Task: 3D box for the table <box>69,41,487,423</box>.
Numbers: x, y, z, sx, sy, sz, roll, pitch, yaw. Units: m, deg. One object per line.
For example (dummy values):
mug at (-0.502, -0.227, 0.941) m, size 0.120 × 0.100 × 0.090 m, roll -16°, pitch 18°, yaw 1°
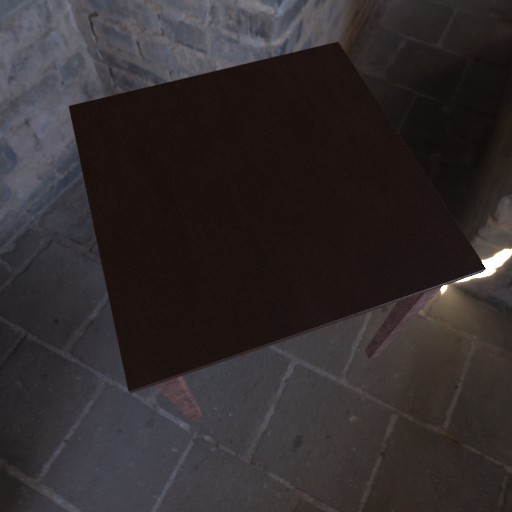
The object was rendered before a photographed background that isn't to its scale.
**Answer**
table at (0.000, 0.000, 1.361) m, size 0.749 × 0.770 × 0.749 m, roll -17°, pitch 64°, yaw -9°
